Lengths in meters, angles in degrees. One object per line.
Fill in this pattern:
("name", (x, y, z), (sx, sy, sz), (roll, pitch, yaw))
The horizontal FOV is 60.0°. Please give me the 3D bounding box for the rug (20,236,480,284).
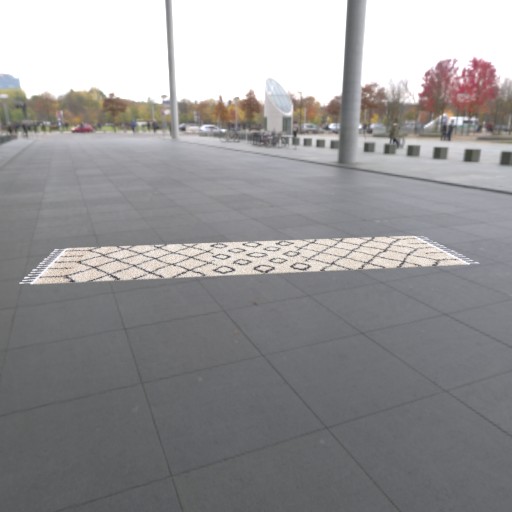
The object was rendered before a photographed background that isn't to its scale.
("rug", (0.000, 0.000, 2.645), (2.464, 0.005, 0.660), (-2, 17, -8))
